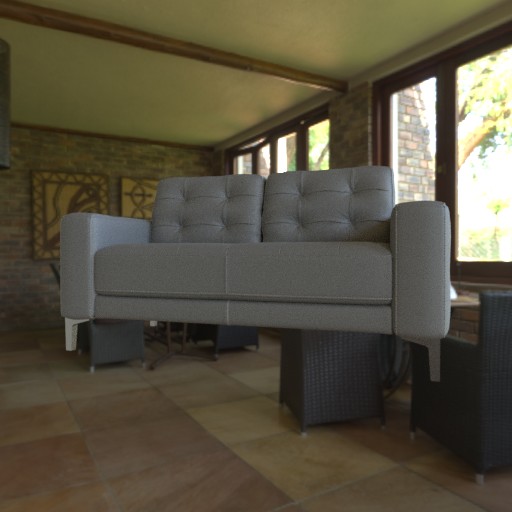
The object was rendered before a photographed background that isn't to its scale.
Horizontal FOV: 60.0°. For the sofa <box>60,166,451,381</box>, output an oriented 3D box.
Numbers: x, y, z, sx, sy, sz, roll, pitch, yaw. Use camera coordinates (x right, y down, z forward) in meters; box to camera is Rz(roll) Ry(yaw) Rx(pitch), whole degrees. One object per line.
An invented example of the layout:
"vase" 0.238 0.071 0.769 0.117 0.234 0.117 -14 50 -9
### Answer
"sofa" 0.000 0.000 2.210 1.726 0.893 0.833 0 0 18
